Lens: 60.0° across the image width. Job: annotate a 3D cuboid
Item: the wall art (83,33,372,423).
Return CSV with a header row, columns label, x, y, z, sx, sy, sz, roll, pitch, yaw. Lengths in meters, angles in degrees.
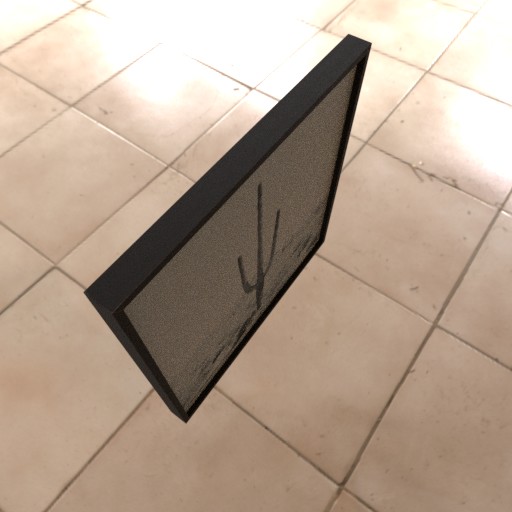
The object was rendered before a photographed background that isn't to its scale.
label,x,y,z,sx,sy,sz,roll,pitch,yaw
wall art,0.000,0.000,0.737,0.038,0.508,0.508,31,64,18
